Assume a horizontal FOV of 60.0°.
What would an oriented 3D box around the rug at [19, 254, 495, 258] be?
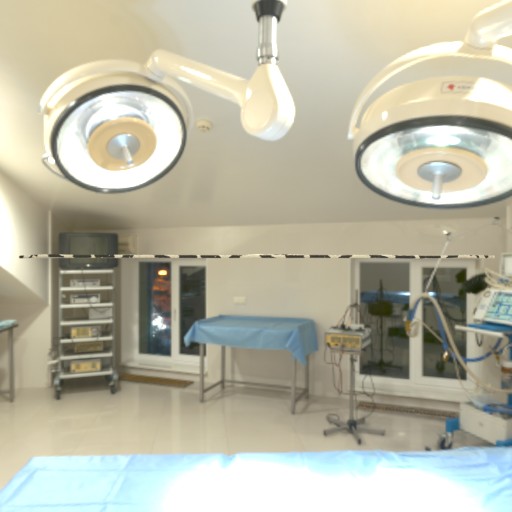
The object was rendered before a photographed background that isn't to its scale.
[{"bbox_3d":[0.000,0.000,4.302,3.369,0.036,2.444,0,0,0],"label":"rug"}]
